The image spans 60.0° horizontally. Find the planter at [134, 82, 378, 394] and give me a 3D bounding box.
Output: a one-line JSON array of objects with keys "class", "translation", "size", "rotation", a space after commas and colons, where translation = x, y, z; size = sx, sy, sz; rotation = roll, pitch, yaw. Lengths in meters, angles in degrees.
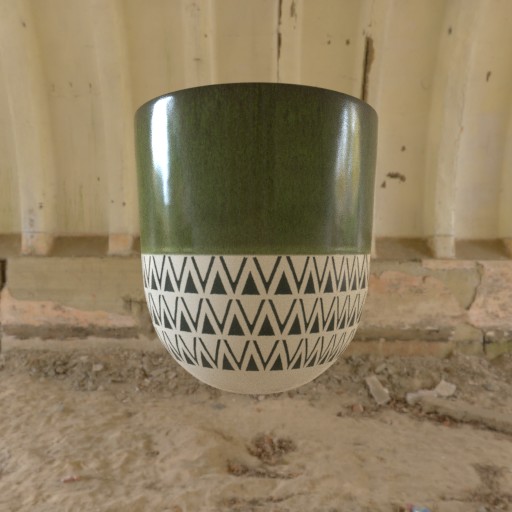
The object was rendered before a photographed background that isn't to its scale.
[{"class": "planter", "translation": [0.000, 0.000, 0.462], "size": [0.245, 0.270, 0.245], "rotation": [0, 1, 0]}]
